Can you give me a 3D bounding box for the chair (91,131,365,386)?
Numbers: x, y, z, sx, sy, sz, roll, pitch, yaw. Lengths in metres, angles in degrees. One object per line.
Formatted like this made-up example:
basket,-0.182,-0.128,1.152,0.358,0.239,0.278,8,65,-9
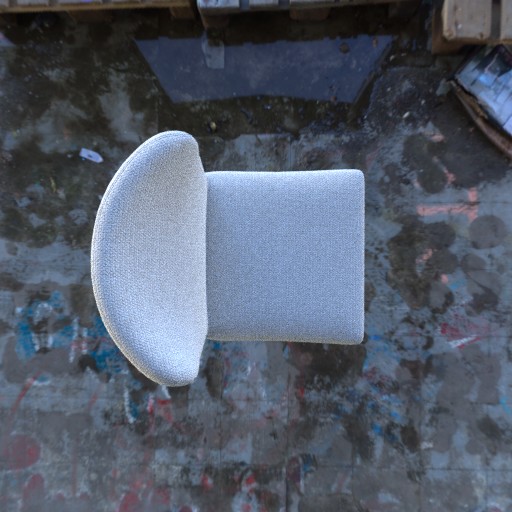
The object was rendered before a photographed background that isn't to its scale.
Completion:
chair,0.000,0.000,1.208,0.589,0.839,0.491,0,91,1
